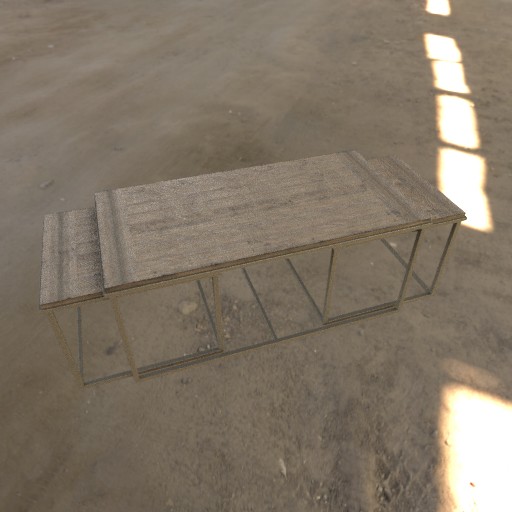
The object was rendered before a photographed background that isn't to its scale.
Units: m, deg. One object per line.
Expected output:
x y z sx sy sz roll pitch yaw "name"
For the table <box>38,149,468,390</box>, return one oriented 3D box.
0.000 0.000 1.547 1.312 0.427 0.489 -12 42 -14 "table"
